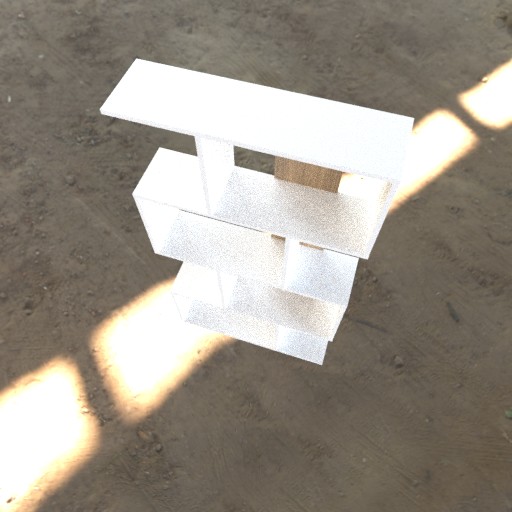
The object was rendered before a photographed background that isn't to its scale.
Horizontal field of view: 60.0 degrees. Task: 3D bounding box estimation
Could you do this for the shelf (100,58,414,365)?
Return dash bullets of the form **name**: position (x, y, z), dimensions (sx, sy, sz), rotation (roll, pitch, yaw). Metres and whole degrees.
- **shelf**: position (0.000, 0.000, 2.012), dimensions (0.890, 1.650, 0.250), rotation (15, 61, 9)
